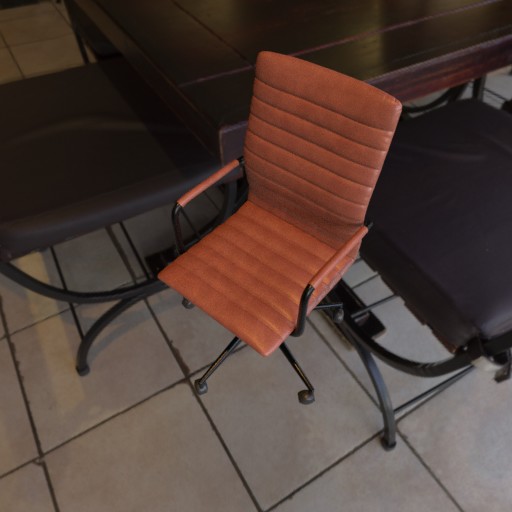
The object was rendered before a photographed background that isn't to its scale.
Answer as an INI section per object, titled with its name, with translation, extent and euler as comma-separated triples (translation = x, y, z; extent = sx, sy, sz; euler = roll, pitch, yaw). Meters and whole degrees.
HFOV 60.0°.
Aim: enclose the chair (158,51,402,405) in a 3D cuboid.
[chair]
translation = 0.000, 0.000, 1.255
extent = 0.600, 0.878, 0.578
euler = 32, 56, 25
